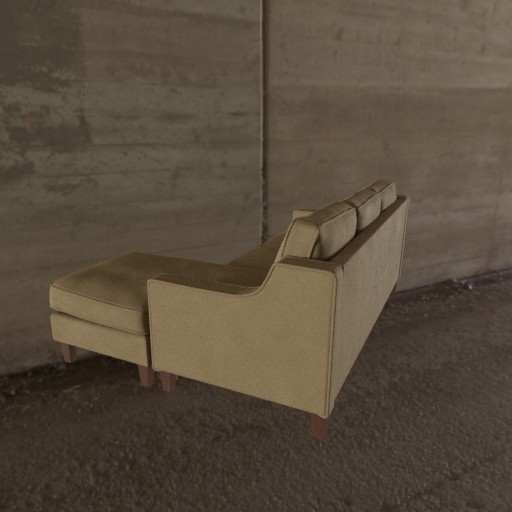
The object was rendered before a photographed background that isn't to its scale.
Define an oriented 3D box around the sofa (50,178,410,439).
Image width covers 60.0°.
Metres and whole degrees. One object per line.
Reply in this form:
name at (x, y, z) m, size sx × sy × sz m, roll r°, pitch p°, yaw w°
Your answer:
sofa at (0.000, 0.000, 3.338) m, size 1.858 × 1.066 × 2.317 m, roll 8°, pitch 18°, yaw 25°
